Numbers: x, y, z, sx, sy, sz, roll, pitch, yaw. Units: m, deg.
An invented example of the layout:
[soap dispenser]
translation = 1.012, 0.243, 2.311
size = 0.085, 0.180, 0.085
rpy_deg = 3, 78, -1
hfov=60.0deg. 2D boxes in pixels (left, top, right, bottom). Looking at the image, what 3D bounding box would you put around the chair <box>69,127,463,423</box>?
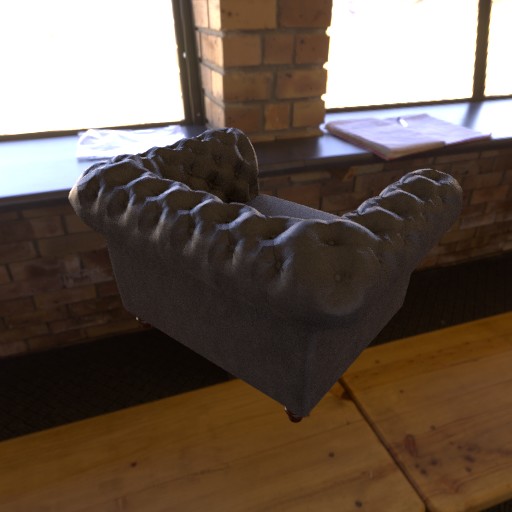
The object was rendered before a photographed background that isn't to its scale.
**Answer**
[chair]
translation = 0.000, 0.000, 1.841
size = 1.298, 0.780, 0.943
rpy_deg = 22, 37, 33
